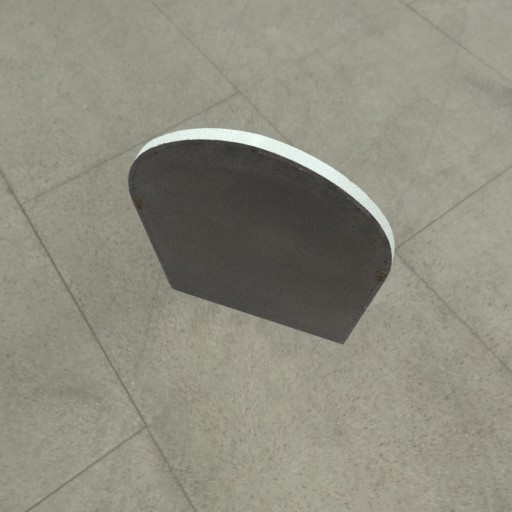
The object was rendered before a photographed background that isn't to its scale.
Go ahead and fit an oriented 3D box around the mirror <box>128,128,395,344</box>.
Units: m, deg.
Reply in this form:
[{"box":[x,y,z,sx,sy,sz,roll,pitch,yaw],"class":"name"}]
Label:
[{"box":[0.000,0.000,1.207,0.660,0.920,0.032,17,65,8],"class":"mirror"}]
